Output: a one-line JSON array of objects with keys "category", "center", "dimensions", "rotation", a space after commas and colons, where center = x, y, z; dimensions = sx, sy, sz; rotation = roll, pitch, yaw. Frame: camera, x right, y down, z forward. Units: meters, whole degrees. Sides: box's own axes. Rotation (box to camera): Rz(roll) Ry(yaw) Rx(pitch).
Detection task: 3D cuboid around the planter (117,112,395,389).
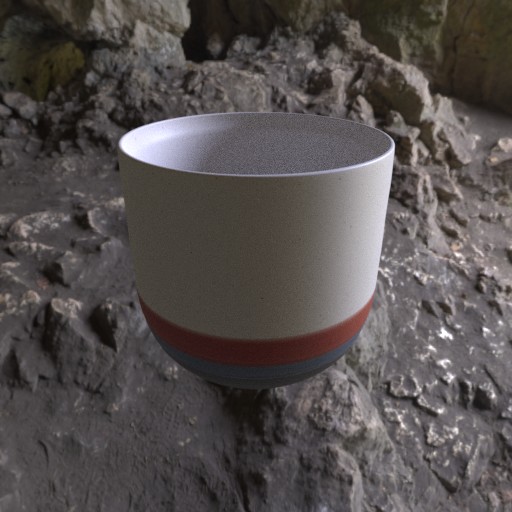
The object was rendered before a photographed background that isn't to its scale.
[{"category": "planter", "center": [0.000, 0.000, 0.502], "dimensions": [0.268, 0.270, 0.268], "rotation": [0, 28, 0]}]
